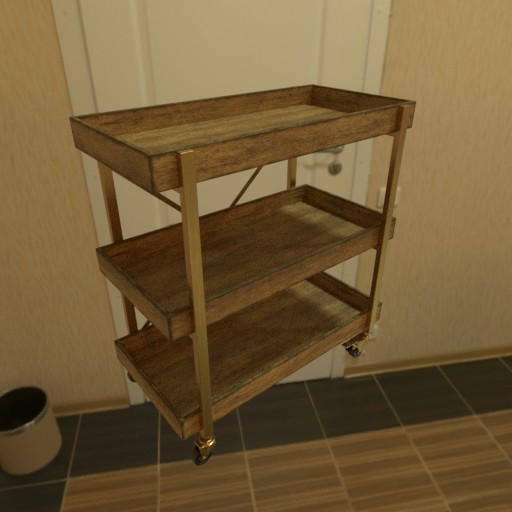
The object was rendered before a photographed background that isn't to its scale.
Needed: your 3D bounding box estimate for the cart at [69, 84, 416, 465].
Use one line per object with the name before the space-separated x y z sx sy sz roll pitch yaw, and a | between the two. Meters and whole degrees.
cart | 0.000 0.000 1.240 0.750 0.799 0.416 -22 36 -33
